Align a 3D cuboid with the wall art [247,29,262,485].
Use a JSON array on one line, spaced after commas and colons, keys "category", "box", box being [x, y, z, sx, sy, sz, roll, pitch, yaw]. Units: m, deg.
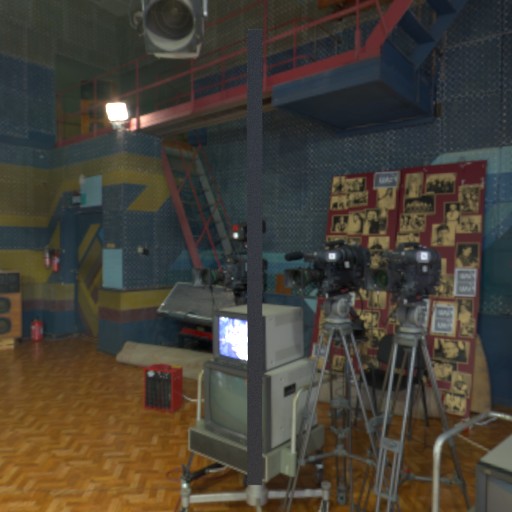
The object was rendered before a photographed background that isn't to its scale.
[{"category": "wall art", "box": [0.000, 0.000, 1.441, 0.036, 1.070, 0.802, 0, 1, 0]}]
